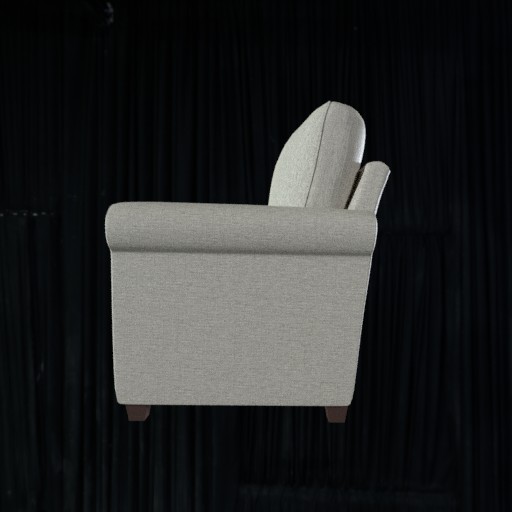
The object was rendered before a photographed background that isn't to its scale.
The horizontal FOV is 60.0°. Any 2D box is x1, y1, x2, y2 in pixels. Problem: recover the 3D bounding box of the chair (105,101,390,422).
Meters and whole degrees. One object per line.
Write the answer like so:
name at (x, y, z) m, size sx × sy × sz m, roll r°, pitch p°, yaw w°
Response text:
chair at (0.000, 0.000, 2.343) m, size 1.180 × 1.349 × 1.275 m, roll 0°, pitch 1°, yaw 1°
